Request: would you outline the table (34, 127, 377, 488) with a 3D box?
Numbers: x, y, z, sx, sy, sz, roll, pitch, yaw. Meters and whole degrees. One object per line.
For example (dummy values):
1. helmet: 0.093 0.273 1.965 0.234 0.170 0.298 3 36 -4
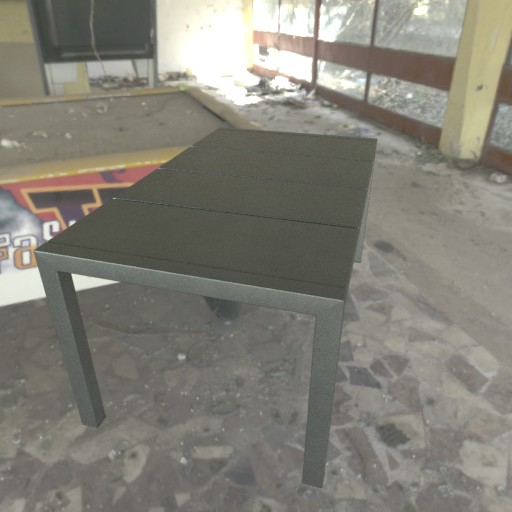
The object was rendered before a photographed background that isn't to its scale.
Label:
1. table: 0.000 0.000 1.246 0.559 0.460 0.965 8 31 14
